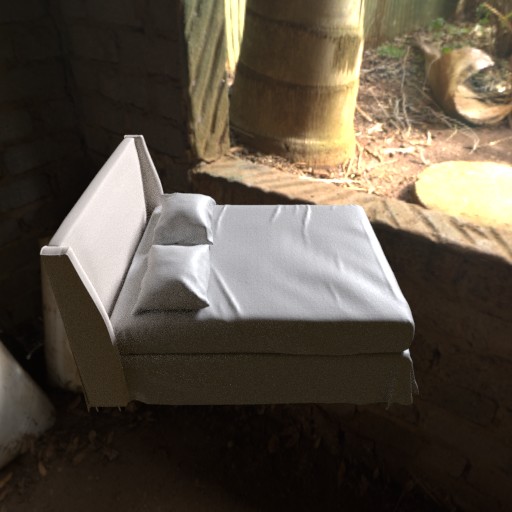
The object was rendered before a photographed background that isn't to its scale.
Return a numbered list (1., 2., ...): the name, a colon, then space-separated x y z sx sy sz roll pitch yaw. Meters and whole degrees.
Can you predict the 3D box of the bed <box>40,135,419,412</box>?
1. bed: 0.000 0.000 3.429 2.276 1.332 1.925 0 34 0
